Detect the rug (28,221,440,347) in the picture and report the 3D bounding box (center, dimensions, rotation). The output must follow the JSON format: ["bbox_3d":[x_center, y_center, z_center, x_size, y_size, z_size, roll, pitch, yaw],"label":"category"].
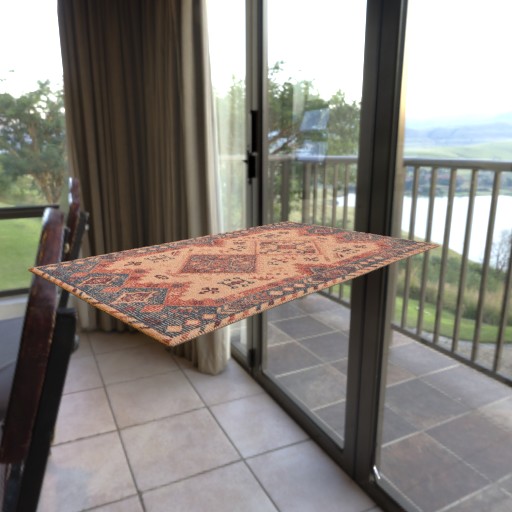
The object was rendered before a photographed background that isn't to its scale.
[{"bbox_3d":[0.000,0.000,3.052,1.521,0.023,2.464,14,20,43],"label":"rug"}]
